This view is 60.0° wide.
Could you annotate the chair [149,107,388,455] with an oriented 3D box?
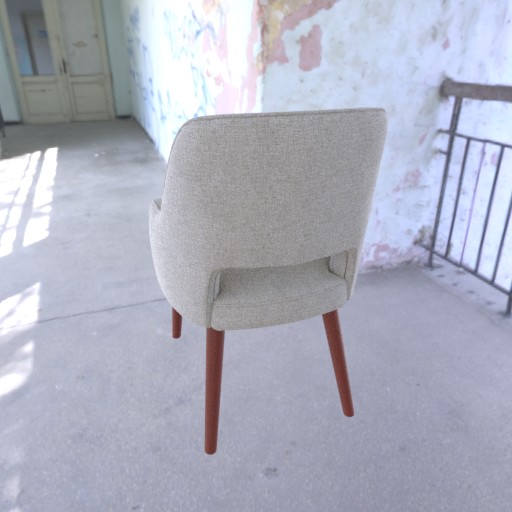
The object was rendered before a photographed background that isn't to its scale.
[{"bbox_3d":[0.000,0.000,1.233,0.548,0.849,0.605,-8,27,-16],"label":"chair"}]
